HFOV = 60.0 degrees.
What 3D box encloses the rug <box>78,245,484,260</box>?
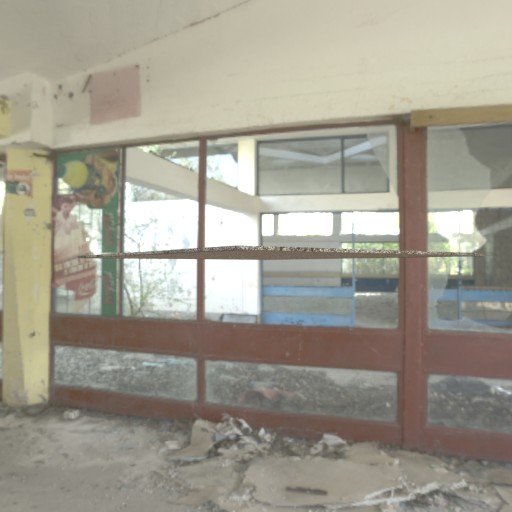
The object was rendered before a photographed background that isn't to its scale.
[{"bbox_3d":[0.000,0.000,4.088,2.401,0.025,3.000,1,-1,-36],"label":"rug"}]
